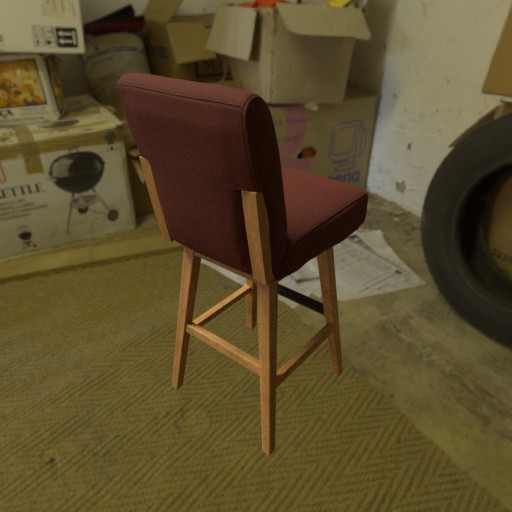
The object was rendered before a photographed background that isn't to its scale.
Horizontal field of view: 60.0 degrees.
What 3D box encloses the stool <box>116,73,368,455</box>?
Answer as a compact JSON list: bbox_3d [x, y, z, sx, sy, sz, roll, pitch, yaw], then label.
[{"bbox_3d":[0.000,0.000,1.377,0.468,1.093,0.562,23,37,33],"label":"stool"}]
